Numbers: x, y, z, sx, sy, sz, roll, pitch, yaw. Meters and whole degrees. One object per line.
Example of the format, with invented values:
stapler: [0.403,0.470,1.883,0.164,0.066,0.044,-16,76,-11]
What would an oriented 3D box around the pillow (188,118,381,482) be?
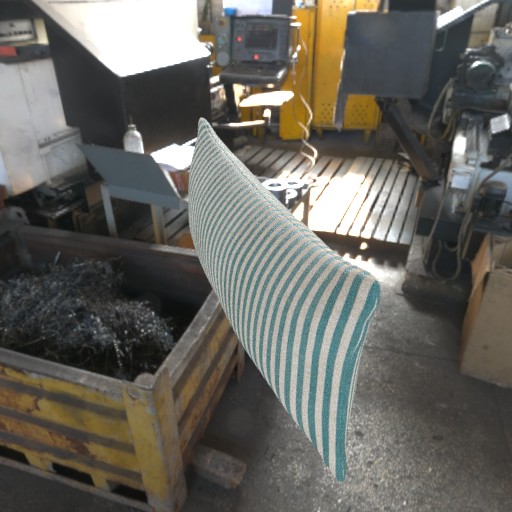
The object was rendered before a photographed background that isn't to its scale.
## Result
pillow: [0.000,0.000,0.707,0.151,0.295,0.617,-11,33,-17]
